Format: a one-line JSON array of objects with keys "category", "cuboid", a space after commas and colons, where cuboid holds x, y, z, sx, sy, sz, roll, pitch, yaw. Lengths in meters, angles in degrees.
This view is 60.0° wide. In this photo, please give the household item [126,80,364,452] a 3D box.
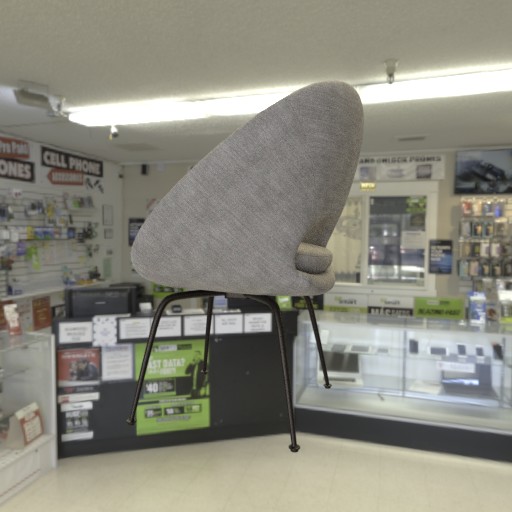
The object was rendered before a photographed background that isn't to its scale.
[{"category": "household item", "cuboid": [0.000, 0.000, 1.266, 0.587, 0.869, 0.643, 1, 3, 19]}]
